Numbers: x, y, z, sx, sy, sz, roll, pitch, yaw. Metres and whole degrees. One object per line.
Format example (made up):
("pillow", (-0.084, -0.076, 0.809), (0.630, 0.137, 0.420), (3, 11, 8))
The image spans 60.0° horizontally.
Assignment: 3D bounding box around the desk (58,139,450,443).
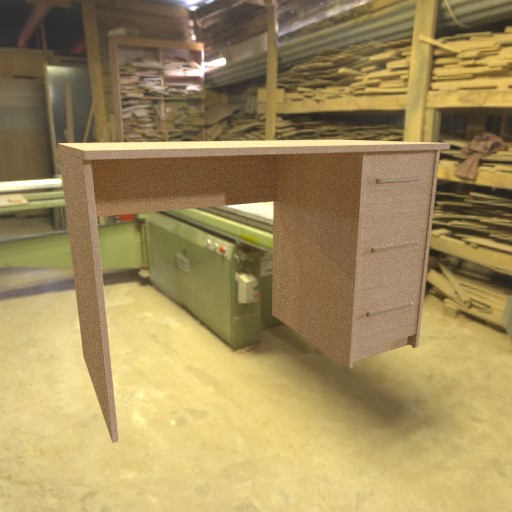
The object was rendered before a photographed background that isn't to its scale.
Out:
("desk", (0.000, 0.000, 1.490), (1.097, 0.735, 0.560), (-8, 18, -27))
